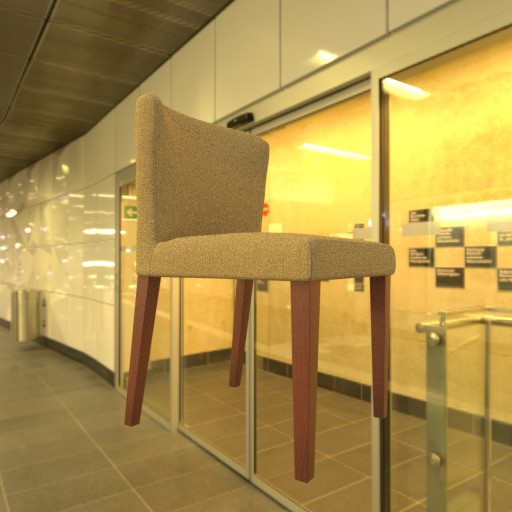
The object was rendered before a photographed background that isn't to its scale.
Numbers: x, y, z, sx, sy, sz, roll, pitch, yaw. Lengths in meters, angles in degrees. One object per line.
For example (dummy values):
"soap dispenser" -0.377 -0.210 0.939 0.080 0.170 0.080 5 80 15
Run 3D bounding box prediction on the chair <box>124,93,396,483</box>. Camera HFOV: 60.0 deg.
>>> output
"chair" 0.000 0.000 1.144 0.589 0.839 0.491 0 -1 35
